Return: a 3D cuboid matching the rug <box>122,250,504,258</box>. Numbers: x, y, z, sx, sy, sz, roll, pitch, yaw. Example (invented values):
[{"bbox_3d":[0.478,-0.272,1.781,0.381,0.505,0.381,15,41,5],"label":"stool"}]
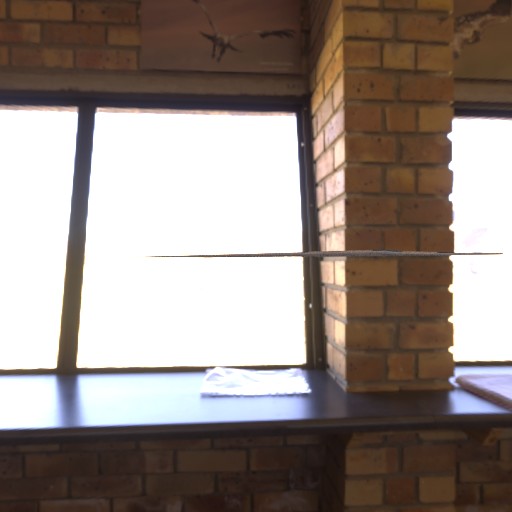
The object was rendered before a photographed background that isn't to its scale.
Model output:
[{"bbox_3d":[0.000,0.000,2.600,0.768,0.011,2.446,0,-1,-36],"label":"rug"}]
